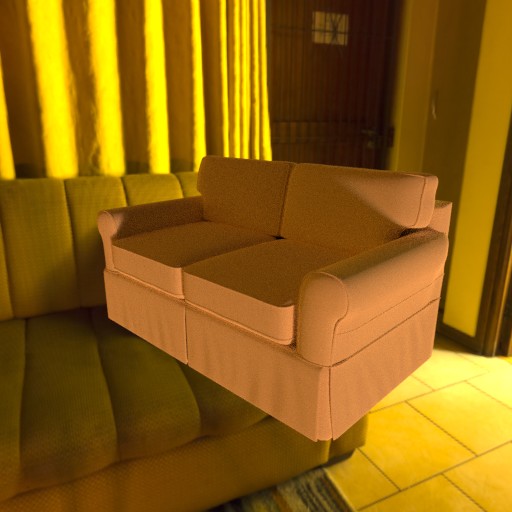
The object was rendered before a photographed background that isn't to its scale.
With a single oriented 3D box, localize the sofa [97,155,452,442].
[{"bbox_3d":[0.000,0.000,2.369,1.727,0.940,0.991,16,23,42],"label":"sofa"}]
